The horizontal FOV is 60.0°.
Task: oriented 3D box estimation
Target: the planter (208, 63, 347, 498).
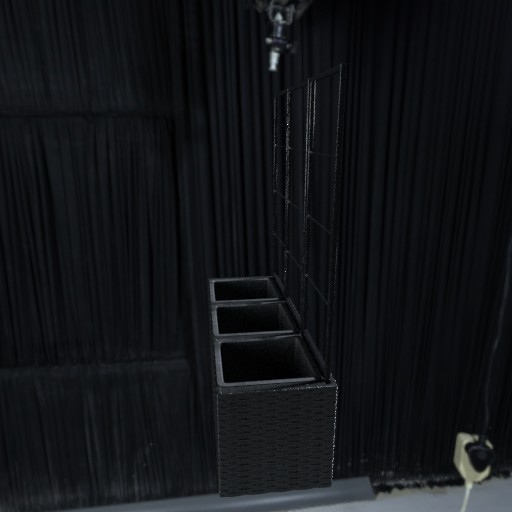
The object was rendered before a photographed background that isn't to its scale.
[{"bbox_3d":[0.000,0.000,1.150,0.244,0.841,0.698,-2,16,-7],"label":"planter"}]
